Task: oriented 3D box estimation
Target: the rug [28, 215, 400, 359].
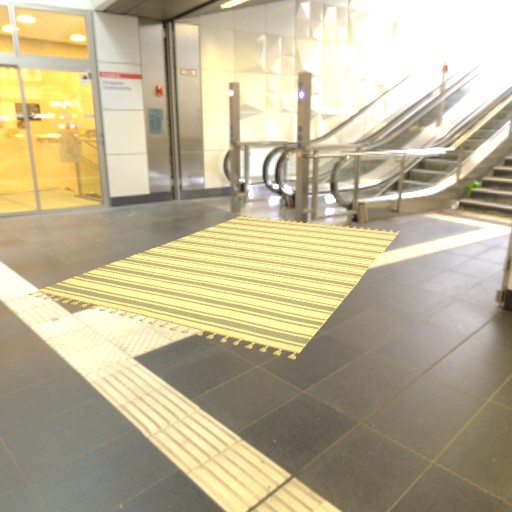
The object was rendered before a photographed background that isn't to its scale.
[{"bbox_3d":[0.000,0.000,3.074,1.539,0.011,2.410,8,18,26],"label":"rug"}]
